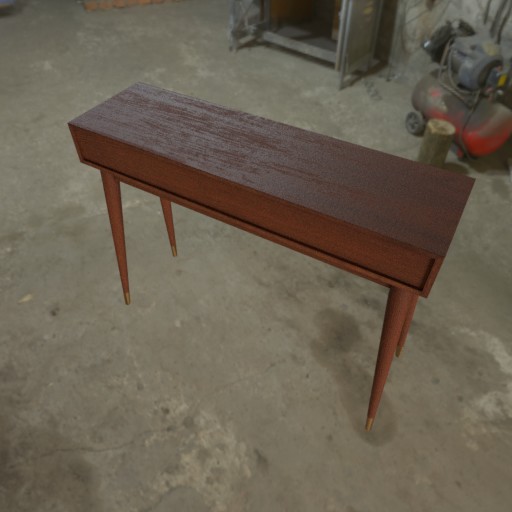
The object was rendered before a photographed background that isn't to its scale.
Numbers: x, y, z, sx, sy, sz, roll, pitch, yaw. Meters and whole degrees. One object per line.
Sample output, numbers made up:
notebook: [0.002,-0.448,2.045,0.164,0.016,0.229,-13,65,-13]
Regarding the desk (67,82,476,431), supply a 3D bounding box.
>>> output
desk: [0.000,0.000,1.648,1.204,0.917,0.384,23,50,21]
